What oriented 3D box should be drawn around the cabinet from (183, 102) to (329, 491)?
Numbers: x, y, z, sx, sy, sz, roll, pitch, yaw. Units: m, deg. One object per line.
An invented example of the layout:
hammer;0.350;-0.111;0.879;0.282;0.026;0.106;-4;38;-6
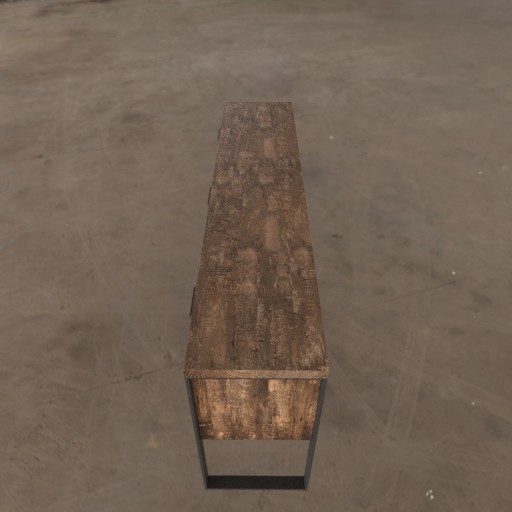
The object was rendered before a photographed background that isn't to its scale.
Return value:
cabinet;0.000;0.000;2.083;0.395;0.762;1.800;0;41;0
